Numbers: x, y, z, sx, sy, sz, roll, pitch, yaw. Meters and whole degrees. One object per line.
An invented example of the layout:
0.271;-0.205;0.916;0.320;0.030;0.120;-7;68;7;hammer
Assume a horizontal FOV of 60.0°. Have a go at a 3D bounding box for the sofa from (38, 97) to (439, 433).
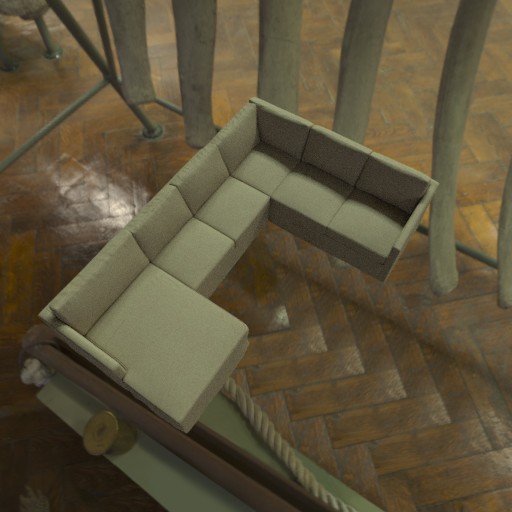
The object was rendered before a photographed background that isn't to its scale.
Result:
0.000;0.000;4.585;2.476;0.878;3.528;30;64;16;sofa
